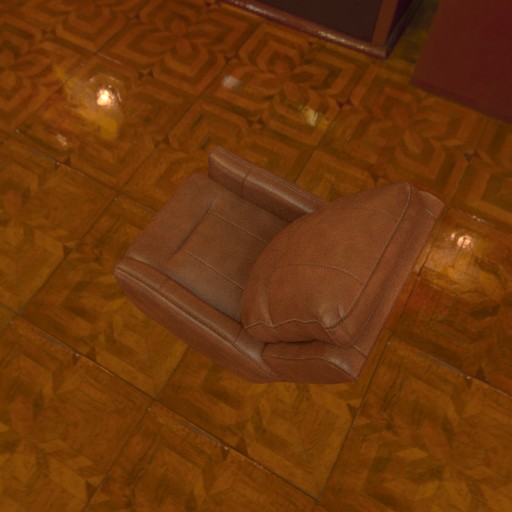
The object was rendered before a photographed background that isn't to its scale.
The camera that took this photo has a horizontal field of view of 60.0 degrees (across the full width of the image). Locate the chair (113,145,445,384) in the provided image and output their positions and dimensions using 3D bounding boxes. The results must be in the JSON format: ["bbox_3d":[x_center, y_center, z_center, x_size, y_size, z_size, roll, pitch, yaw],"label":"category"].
[{"bbox_3d":[0.000,0.000,1.816,1.072,1.016,0.821,29,68,13],"label":"chair"}]
